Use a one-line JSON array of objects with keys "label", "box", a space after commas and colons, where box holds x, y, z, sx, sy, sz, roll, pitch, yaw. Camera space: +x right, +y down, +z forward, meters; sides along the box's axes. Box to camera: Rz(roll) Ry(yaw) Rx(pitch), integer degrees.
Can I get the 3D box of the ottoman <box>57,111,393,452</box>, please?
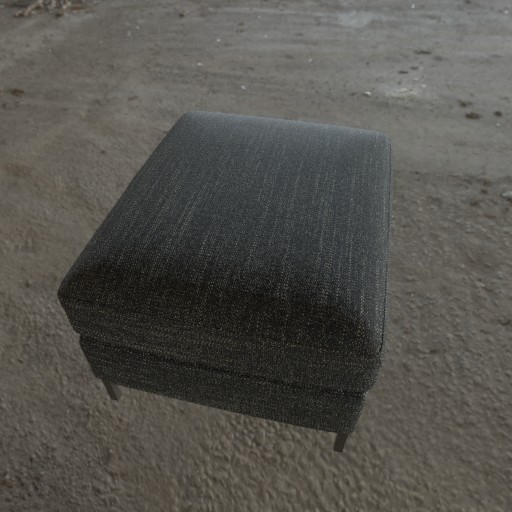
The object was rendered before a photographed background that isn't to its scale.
[{"label": "ottoman", "box": [0.000, 0.000, 1.231, 0.667, 0.491, 0.814, 9, 46, 9]}]
